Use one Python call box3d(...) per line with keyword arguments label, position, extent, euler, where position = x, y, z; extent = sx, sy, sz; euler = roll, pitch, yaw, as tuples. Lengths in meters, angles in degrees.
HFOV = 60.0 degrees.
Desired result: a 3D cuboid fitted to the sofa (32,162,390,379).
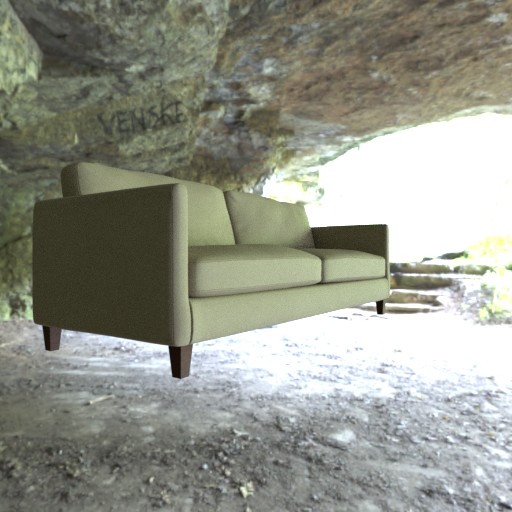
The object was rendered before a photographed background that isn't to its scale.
box3d(label="sofa", position=(0.000, 0.000, 2.804), extent=(0.988, 0.912, 2.404), euler=(0, 0, 35))
